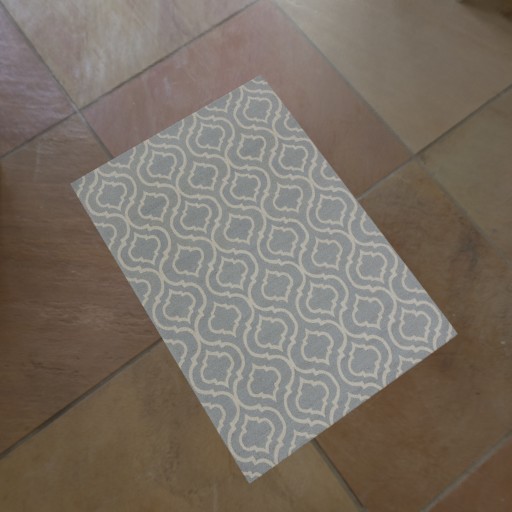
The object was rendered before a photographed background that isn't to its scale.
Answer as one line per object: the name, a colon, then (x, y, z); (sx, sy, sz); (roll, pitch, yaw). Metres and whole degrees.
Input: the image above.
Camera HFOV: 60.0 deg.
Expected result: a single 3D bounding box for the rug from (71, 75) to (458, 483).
rug: (0.000, 0.000, 2.696); (1.451, 0.010, 2.080); (-33, 78, -8)
